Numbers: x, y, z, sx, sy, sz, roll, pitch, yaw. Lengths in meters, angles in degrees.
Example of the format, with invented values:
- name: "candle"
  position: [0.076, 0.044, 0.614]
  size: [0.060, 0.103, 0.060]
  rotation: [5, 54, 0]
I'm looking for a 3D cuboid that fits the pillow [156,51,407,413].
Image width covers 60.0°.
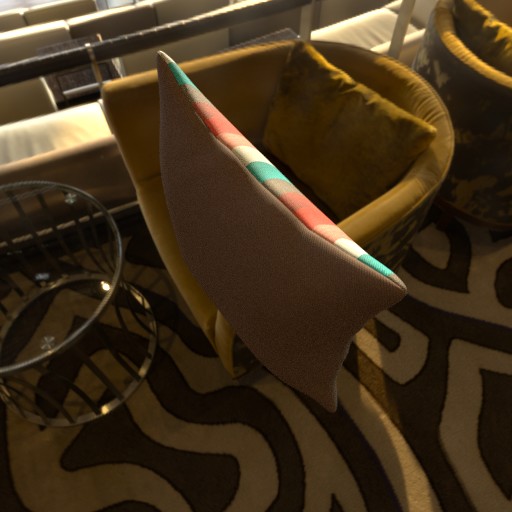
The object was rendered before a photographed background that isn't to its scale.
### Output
- name: "pillow"
  position: [0.000, 0.000, 0.679]
  size: [0.168, 0.443, 0.453]
  rotation: [-31, 62, -19]
